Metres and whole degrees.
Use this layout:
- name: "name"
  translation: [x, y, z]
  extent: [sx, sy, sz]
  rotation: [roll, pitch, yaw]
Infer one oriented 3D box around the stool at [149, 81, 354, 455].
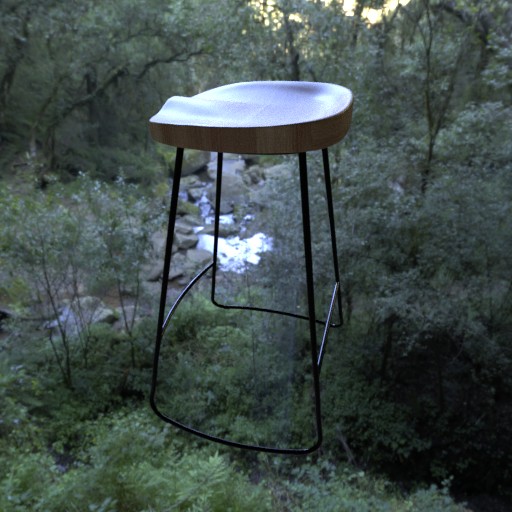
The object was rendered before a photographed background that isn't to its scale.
- name: "stool"
  translation: [0.000, 0.000, 0.978]
  extent: [0.401, 0.679, 0.480]
  rotation: [8, 32, 14]
